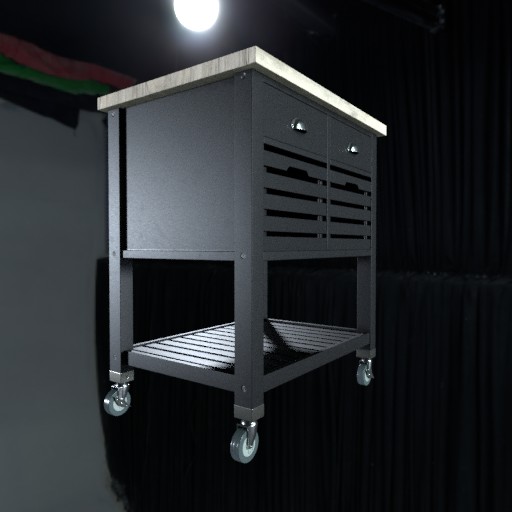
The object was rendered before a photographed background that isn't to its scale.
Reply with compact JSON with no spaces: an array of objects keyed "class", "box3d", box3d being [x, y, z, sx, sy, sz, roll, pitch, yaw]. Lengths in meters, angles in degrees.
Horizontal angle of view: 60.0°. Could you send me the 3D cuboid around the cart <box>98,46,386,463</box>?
[{"class":"cart","box3d":[0.000,0.000,1.436,0.567,0.920,0.797,1,2,36]}]
